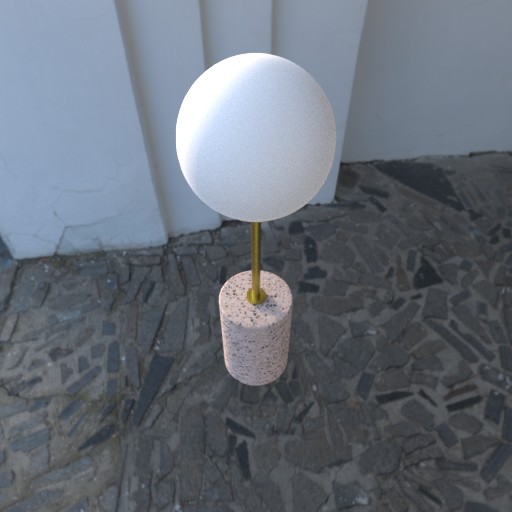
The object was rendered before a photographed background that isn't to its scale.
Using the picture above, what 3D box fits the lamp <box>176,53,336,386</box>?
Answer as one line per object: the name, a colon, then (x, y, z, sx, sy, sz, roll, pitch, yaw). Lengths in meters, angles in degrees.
lamp: (0.000, 0.000, 0.548, 0.153, 0.480, 0.153, 0, 47, 0)
